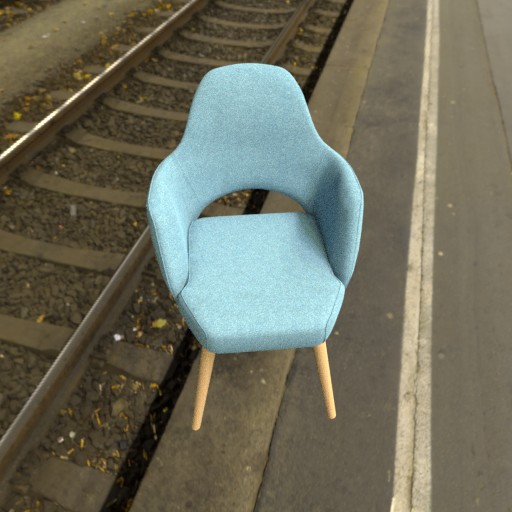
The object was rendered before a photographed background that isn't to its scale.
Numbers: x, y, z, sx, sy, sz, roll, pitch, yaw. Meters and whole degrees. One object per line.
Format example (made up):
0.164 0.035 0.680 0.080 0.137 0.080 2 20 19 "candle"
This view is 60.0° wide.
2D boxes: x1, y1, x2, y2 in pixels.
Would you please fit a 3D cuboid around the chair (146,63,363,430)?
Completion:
0.000 0.000 1.361 0.589 0.920 0.666 -4 46 -3 "chair"
